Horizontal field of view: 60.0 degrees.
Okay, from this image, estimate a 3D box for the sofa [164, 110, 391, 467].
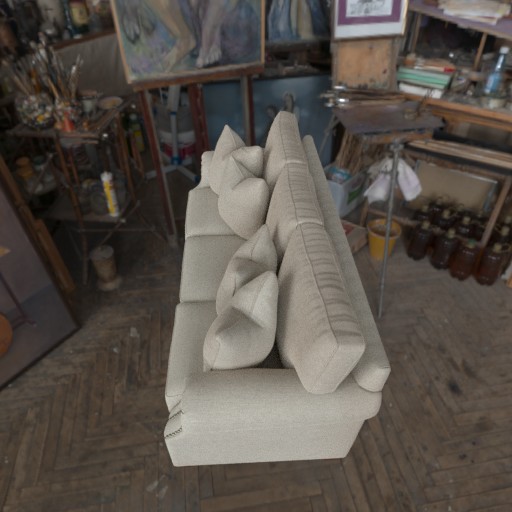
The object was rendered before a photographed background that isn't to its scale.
[{"bbox_3d":[0.000,0.000,2.729,0.965,0.975,2.312,-2,40,-2],"label":"sofa"}]
